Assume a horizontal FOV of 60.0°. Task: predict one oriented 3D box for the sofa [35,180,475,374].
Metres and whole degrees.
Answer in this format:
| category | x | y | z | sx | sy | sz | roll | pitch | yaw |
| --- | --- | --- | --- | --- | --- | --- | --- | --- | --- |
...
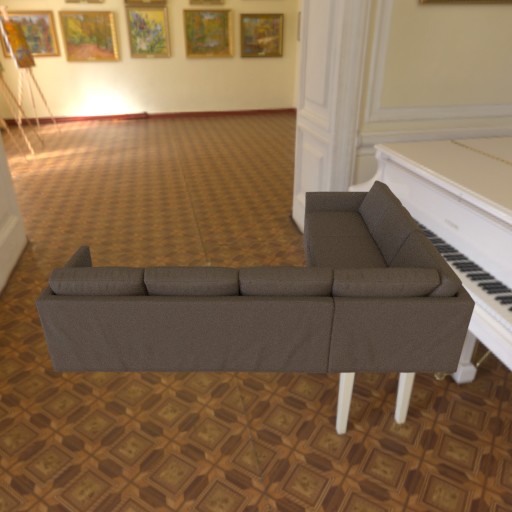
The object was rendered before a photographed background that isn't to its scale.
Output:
| category | x | y | z | sx | sy | sz | roll | pitch | yaw |
| --- | --- | --- | --- | --- | --- | --- | --- | --- | --- |
| sofa | 0.000 | 0.000 | 4.355 | 3.182 | 0.871 | 2.432 | 0 | 27 | 0 |
